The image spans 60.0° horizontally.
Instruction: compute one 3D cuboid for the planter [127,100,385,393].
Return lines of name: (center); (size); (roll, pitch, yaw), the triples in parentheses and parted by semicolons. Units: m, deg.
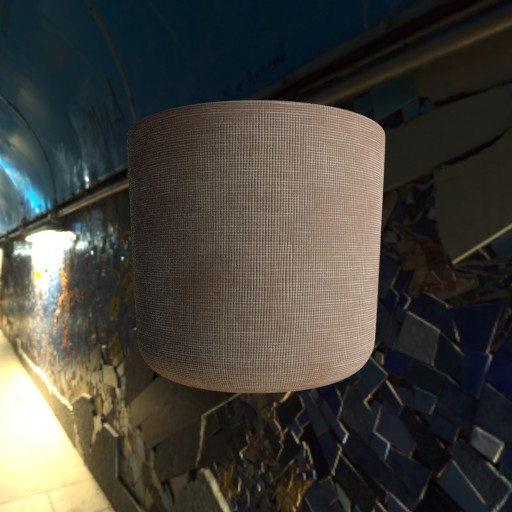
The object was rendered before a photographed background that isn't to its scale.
planter: (0.000, 0.000, 0.786); (0.440, 0.398, 0.440); (0, 0, 0)
